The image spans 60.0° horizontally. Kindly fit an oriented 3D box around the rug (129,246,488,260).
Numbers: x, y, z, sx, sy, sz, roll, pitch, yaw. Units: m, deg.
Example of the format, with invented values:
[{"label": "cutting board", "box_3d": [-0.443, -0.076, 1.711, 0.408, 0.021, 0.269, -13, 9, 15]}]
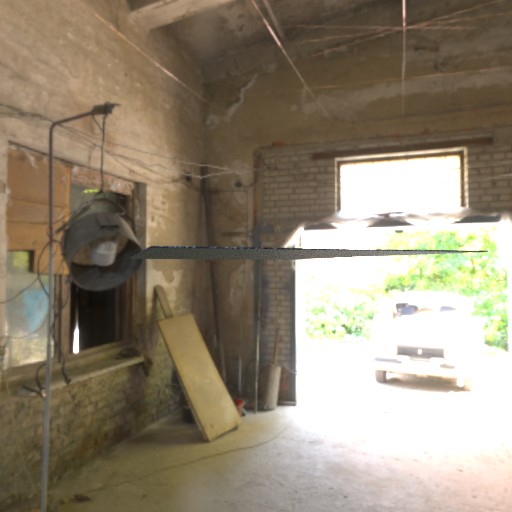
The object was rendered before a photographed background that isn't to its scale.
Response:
[{"label": "rug", "box_3d": [0.000, 0.000, 2.317, 1.219, 0.005, 1.828, 0, -2, -18]}]
